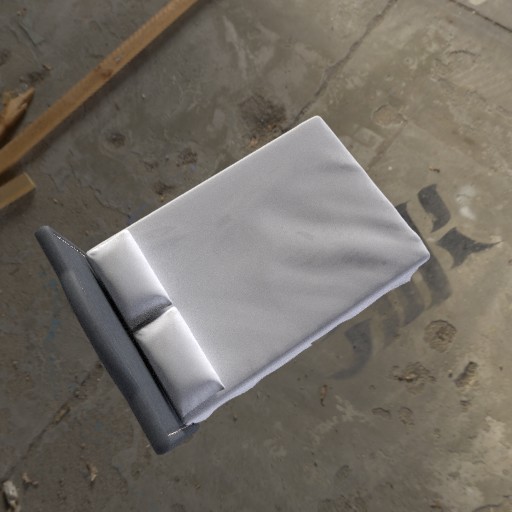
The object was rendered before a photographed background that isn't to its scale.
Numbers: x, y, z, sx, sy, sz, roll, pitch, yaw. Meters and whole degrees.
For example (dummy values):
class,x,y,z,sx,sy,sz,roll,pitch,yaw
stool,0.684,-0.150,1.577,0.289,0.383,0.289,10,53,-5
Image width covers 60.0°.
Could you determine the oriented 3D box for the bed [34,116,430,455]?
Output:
class,x,y,z,sx,sy,sz,roll,pitch,yaw
bed,0.000,0.000,3.572,2.507,1.441,1.747,-33,77,-9
